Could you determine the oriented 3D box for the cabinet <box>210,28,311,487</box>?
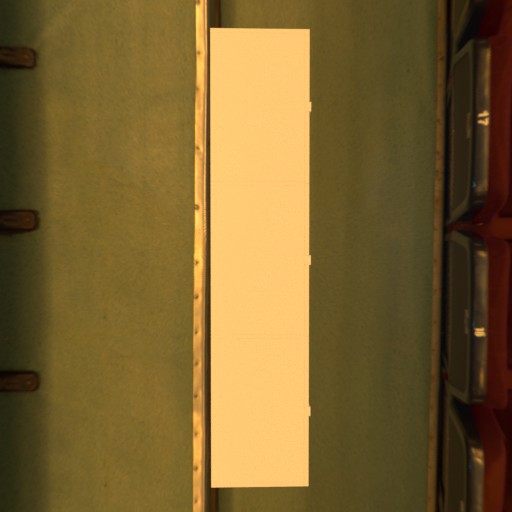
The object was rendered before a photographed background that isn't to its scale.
[{"bbox_3d":[0.000,0.000,3.795,0.590,2.370,2.700,0,91,-1],"label":"cabinet"}]
